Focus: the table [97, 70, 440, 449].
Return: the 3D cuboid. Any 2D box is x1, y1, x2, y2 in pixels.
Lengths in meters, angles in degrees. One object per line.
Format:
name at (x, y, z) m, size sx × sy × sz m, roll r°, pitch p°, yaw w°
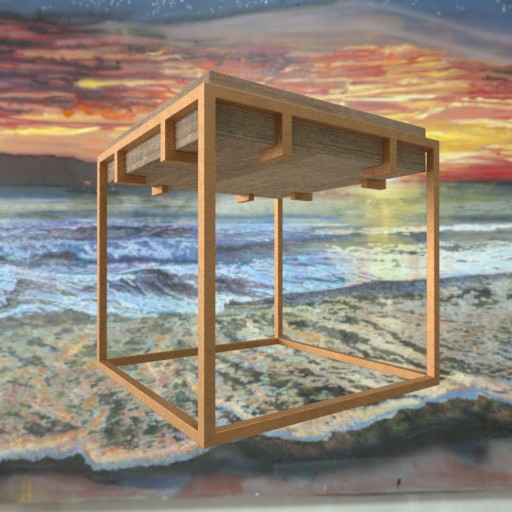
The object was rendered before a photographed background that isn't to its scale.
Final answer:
table at (0.000, 0.000, 1.084) m, size 0.599 × 0.584 × 0.599 m, roll 0°, pitch 0°, yaw -34°
